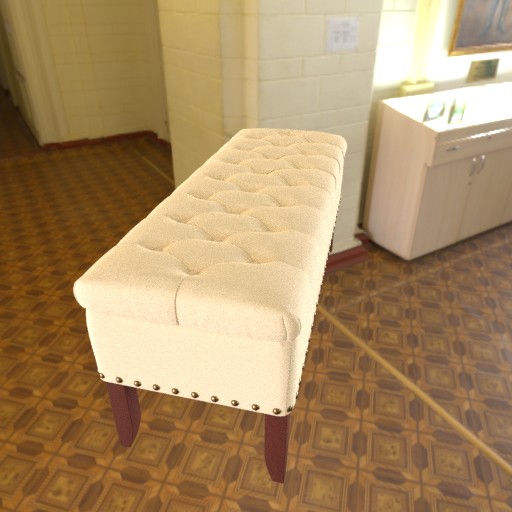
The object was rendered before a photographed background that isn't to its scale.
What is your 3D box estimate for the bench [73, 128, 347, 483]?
[{"bbox_3d":[0.000,0.000,1.251,0.400,0.470,1.054,7,31,12],"label":"bench"}]
